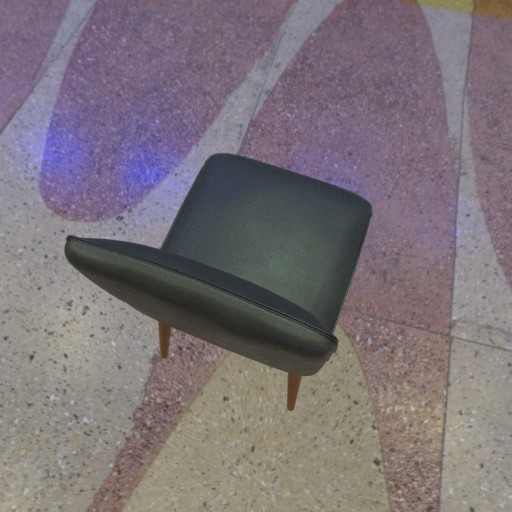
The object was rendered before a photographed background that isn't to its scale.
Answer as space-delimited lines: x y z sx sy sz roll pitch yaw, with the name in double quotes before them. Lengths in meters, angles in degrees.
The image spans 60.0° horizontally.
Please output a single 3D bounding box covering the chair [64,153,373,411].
"chair" 0.000 0.000 1.166 0.543 0.801 0.645 15 64 8
